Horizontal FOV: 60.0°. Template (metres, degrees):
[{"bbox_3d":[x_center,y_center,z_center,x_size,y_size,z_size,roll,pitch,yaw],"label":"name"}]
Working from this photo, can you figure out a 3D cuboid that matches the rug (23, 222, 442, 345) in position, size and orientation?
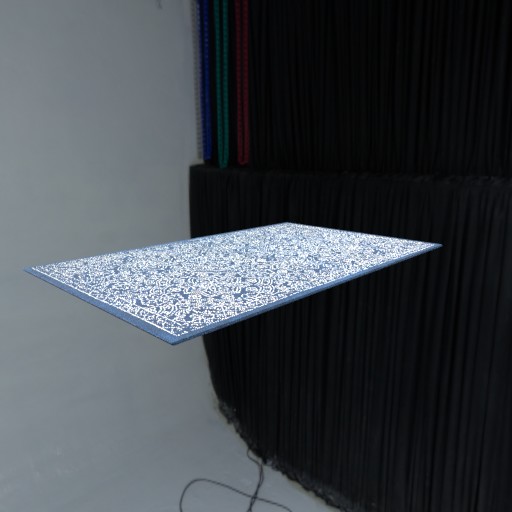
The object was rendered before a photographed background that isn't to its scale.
[{"bbox_3d":[0.000,0.000,2.986,1.526,0.015,2.441,13,18,43],"label":"rug"}]
